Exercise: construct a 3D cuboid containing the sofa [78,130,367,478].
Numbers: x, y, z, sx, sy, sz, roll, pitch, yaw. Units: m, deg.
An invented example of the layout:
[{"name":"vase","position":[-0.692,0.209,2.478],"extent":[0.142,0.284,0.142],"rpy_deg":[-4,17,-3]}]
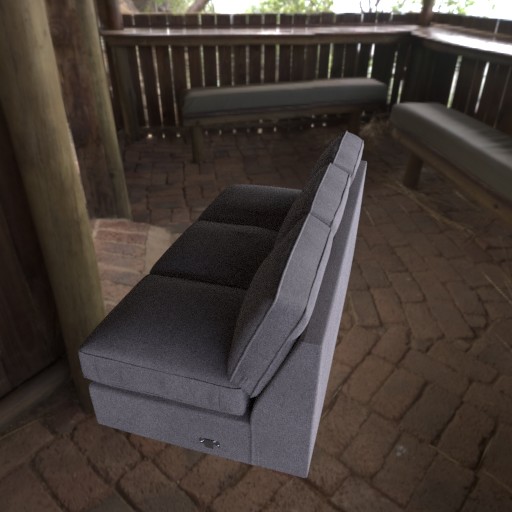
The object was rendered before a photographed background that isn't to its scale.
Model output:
[{"name":"sofa","position":[0.000,0.000,2.506],"extent":[1.027,0.973,1.962],"rpy_deg":[9,32,14]}]
